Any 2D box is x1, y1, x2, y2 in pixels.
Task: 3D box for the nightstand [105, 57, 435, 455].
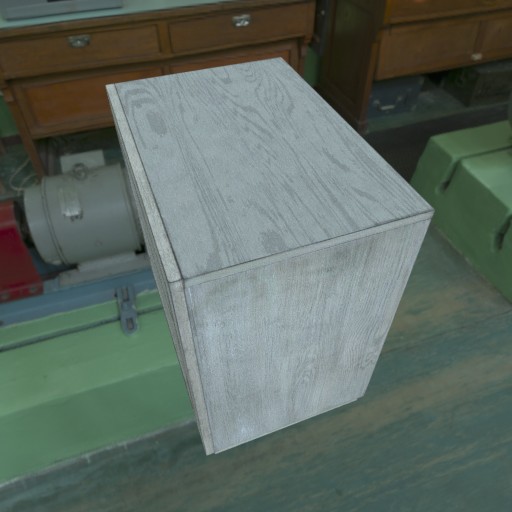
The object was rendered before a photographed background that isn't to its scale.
[{"bbox_3d":[0.000,0.000,1.082,0.483,0.673,0.612,-15,48,-14],"label":"nightstand"}]
